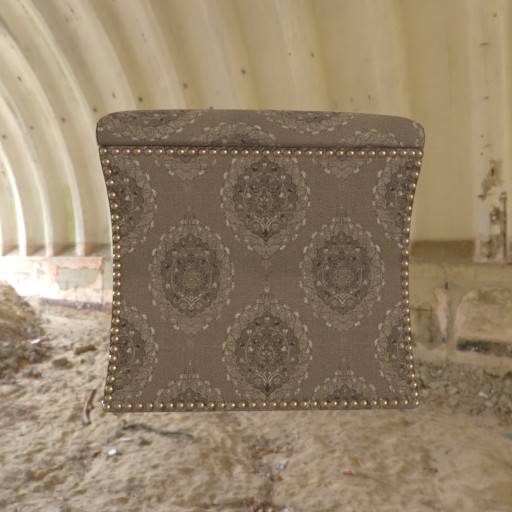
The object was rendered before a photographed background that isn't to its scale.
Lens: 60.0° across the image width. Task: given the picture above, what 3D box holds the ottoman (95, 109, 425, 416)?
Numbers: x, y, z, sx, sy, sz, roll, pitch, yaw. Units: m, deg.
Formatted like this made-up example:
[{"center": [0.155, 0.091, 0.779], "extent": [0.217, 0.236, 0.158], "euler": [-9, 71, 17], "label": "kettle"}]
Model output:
[{"center": [0.000, 0.000, 0.887], "extent": [0.507, 0.473, 0.497], "euler": [0, 0, -2], "label": "ottoman"}]
